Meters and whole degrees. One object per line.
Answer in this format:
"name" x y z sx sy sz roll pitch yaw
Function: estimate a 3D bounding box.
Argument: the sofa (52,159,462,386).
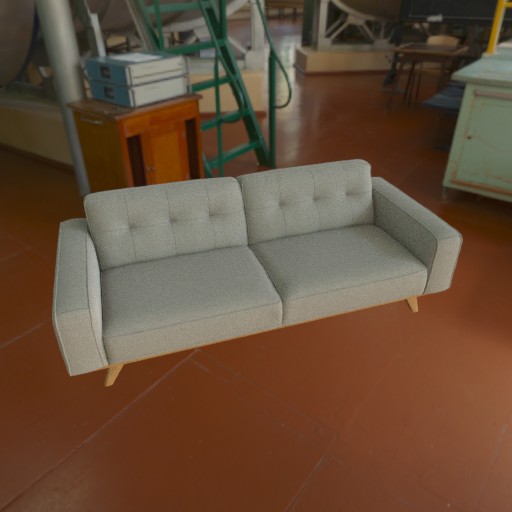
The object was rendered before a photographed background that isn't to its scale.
"sofa" 0.000 0.000 2.739 2.270 0.781 0.956 -10 34 -15
